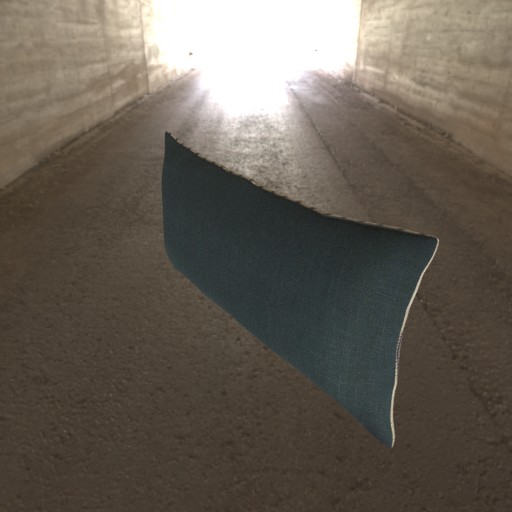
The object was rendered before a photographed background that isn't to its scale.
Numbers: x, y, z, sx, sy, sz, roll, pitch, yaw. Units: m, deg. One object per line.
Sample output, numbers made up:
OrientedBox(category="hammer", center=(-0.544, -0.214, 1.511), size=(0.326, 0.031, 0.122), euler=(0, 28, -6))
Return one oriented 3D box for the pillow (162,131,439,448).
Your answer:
OrientedBox(category="pillow", center=(0.000, 0.000, 0.721), size=(0.151, 0.305, 0.609), euler=(-18, 32, -32))
